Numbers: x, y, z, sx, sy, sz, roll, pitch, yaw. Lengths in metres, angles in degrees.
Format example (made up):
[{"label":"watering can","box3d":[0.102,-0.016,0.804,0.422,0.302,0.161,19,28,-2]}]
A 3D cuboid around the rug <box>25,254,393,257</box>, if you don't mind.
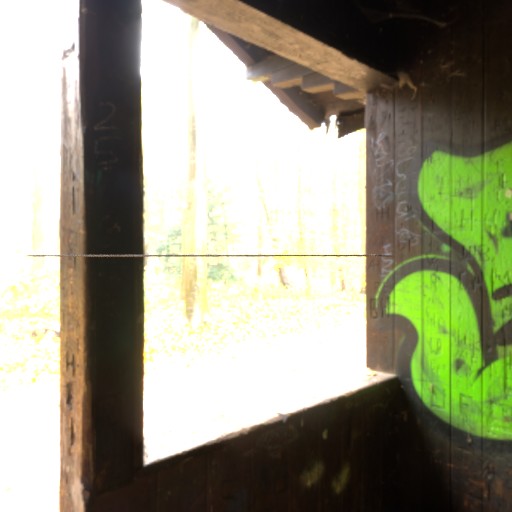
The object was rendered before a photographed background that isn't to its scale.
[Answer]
[{"label":"rug","box3d":[0.000,0.000,4.158,2.406,0.012,3.034,0,0,19]}]
